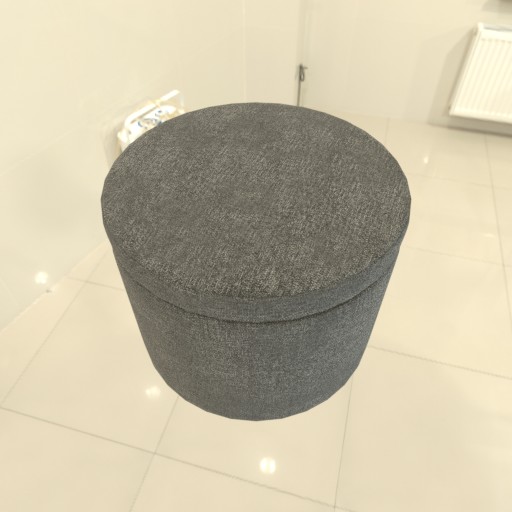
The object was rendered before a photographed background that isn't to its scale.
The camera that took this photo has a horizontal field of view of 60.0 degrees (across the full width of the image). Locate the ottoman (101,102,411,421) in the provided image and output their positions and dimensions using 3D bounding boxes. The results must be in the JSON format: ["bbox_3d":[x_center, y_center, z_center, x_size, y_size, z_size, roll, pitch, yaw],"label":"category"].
[{"bbox_3d":[0.000,0.000,0.862,0.500,0.419,0.500,0,47,0],"label":"ottoman"}]
